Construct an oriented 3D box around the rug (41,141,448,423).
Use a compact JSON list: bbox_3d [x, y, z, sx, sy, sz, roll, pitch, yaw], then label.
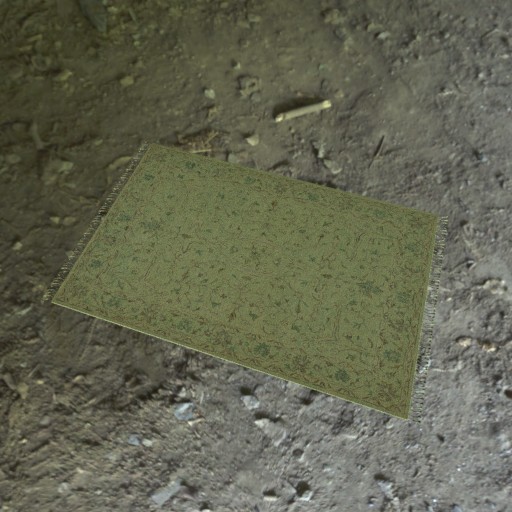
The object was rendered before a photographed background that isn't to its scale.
[{"bbox_3d":[0.000,0.000,3.042,2.435,0.010,1.544,16,60,10],"label":"rug"}]
